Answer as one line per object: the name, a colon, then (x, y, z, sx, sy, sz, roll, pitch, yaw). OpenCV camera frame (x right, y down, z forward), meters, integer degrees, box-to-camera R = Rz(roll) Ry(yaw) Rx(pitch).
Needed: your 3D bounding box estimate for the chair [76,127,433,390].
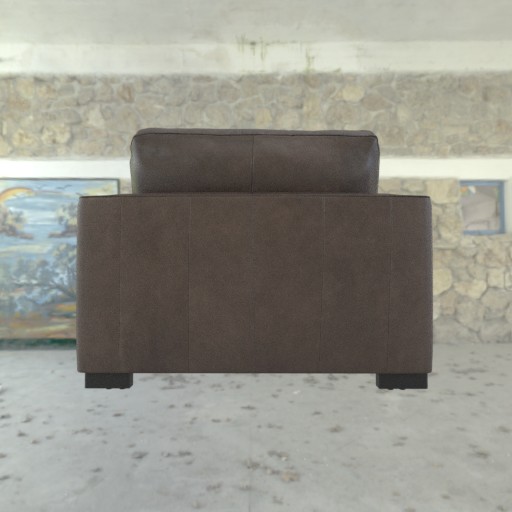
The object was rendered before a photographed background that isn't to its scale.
chair: (0.000, 0.000, 1.819, 1.100, 0.812, 1.069, 0, -1, 0)
